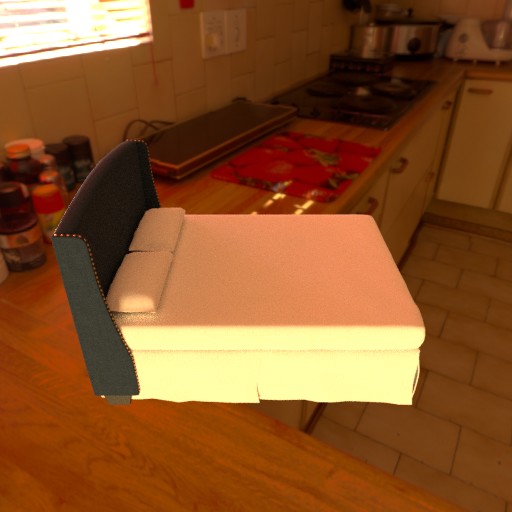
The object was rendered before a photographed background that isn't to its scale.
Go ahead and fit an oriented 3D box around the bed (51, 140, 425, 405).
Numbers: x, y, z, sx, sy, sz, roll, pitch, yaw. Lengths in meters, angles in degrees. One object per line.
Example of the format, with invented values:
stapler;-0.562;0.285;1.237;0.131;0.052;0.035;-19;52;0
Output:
bed;0.000;0.000;3.311;2.223;1.402;1.604;0;33;0
